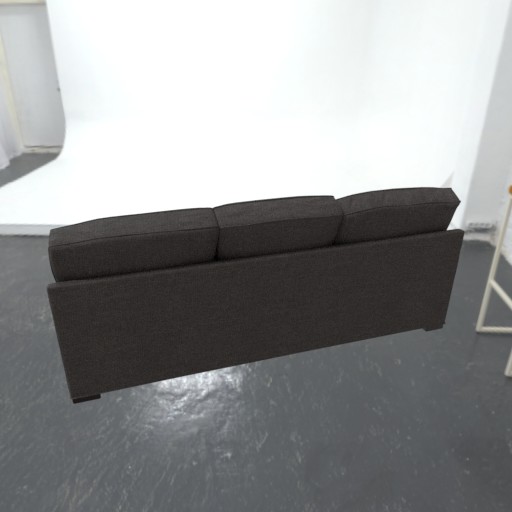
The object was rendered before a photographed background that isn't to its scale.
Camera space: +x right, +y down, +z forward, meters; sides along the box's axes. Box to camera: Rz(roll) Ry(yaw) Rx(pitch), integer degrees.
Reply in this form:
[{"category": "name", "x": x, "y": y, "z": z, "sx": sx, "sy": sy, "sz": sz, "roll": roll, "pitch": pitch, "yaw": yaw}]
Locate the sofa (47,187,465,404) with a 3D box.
[{"category": "sofa", "x": 0.000, "y": 0.000, "z": 2.887, "sx": 2.369, "sy": 0.978, "sz": 1.004, "roll": -8, "pitch": 26, "yaw": -16}]
